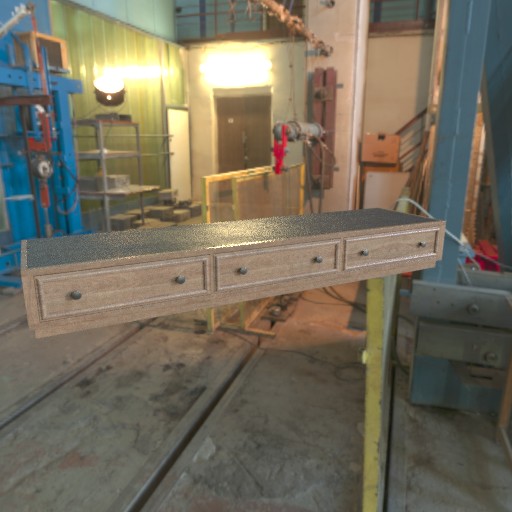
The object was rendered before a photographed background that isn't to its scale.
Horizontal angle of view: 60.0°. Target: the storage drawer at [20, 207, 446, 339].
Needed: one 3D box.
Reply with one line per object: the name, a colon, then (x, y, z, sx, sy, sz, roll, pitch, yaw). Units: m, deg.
storage drawer: (0.000, 0.000, 2.187, 2.032, 0.264, 0.538, -8, 17, -26)
